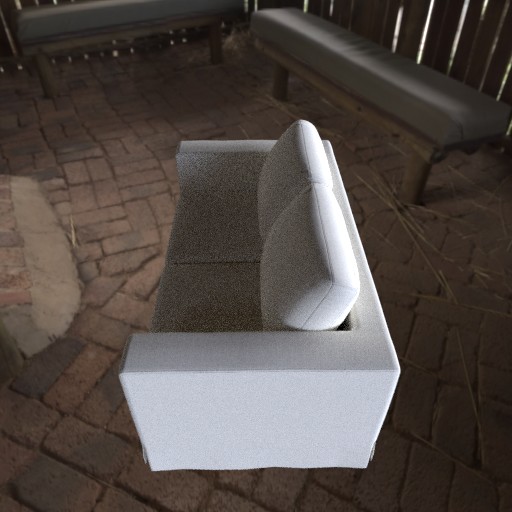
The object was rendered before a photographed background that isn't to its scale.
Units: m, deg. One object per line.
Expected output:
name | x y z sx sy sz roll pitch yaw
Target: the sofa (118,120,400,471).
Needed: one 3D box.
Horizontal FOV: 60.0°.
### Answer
sofa | 0.000 0.000 2.343 1.009 0.932 1.813 -1 40 -1
